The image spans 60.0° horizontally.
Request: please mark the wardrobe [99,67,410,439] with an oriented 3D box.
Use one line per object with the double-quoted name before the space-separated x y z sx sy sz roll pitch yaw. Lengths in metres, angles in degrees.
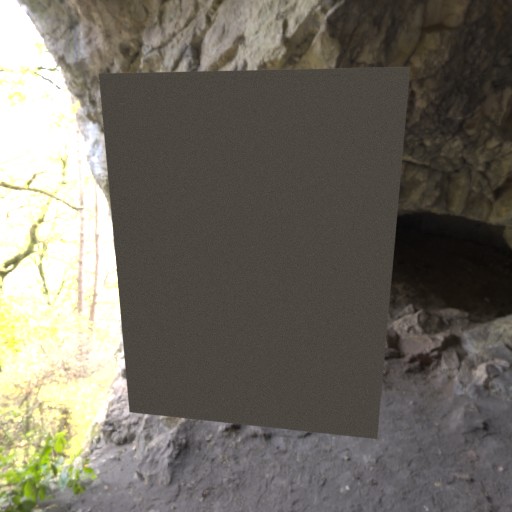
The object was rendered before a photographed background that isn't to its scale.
"wardrobe" 0.000 0.000 1.596 0.900 1.200 0.360 3 16 9
